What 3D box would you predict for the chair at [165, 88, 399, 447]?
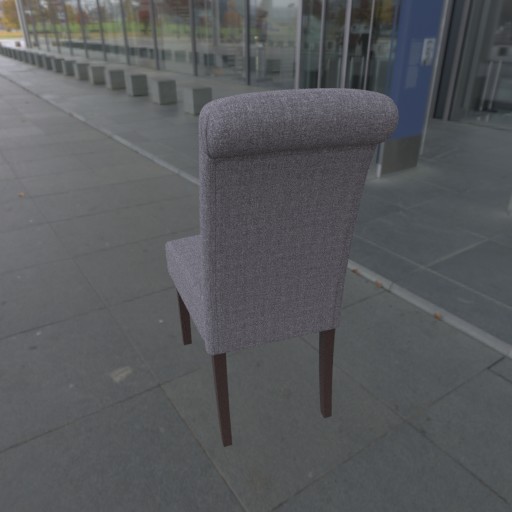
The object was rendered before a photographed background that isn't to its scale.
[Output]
[{"bbox_3d":[0.000,0.000,1.336,0.456,1.006,0.671,-9,29,-17],"label":"chair"}]
